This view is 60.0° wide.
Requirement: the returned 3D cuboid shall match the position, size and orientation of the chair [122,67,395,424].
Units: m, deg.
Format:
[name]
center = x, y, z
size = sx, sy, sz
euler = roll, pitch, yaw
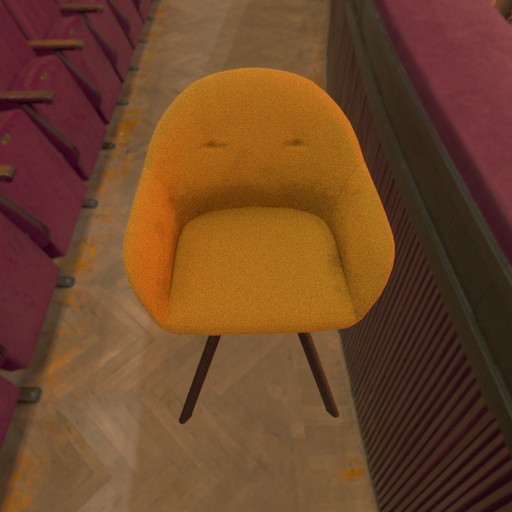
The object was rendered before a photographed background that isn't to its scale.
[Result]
[chair]
center = 0.000, 0.000, 1.173
size = 0.545, 0.775, 0.565
euler = -2, 47, -1
